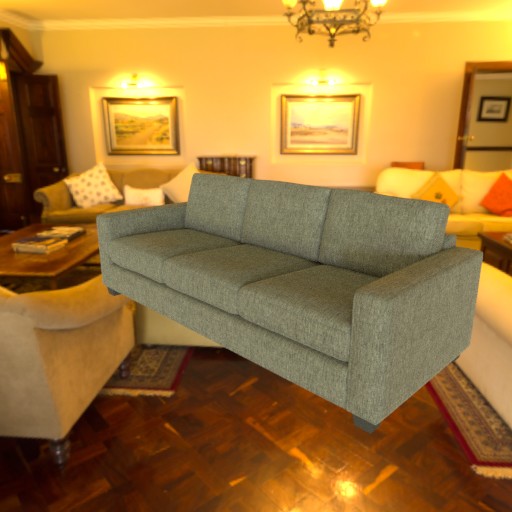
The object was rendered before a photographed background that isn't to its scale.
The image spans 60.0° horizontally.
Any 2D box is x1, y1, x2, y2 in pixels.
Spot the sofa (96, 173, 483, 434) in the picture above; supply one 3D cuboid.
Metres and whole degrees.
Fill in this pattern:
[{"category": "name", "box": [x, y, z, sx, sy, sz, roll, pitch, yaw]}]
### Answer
[{"category": "sofa", "box": [0.000, 0.000, 2.549, 0.900, 0.800, 2.160, -15, 22, -42]}]
